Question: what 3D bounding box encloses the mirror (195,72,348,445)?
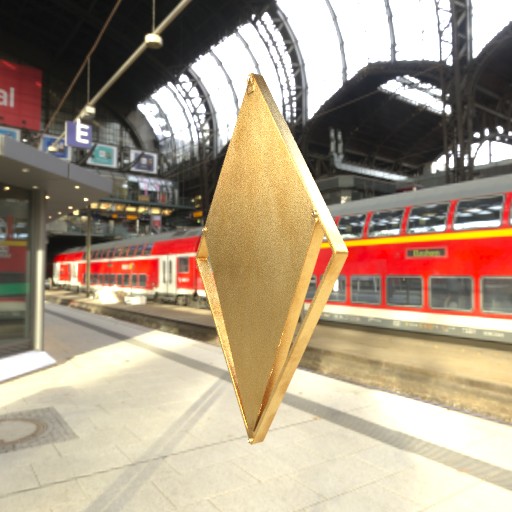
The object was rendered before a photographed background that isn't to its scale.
[{"bbox_3d":[0.000,0.000,0.814,0.032,0.679,0.419,1,-2,-36],"label":"mirror"}]
